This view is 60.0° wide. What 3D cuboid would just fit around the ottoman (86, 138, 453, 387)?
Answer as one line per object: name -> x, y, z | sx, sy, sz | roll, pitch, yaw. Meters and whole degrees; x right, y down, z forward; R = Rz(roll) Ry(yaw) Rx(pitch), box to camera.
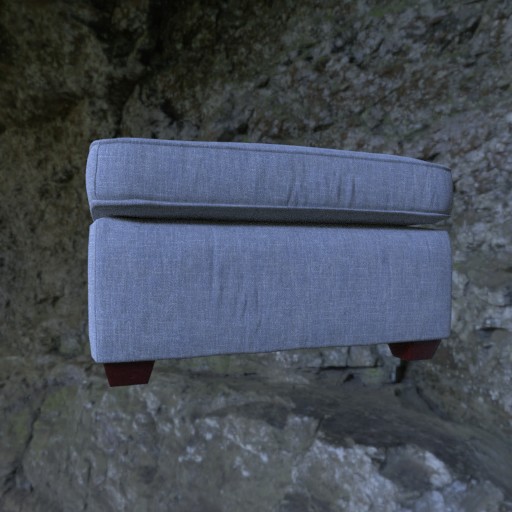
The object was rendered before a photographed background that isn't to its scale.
ottoman -> 0.000, 0.000, 1.078 | 0.762, 0.457, 0.559 | 0, -1, -19
